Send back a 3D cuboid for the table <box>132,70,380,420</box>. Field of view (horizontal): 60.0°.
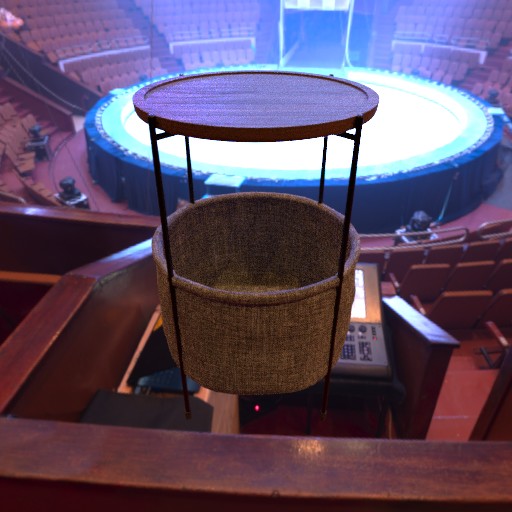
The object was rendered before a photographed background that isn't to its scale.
[{"bbox_3d":[0.000,0.000,0.874,0.400,0.623,0.400,0,33,0],"label":"table"}]
